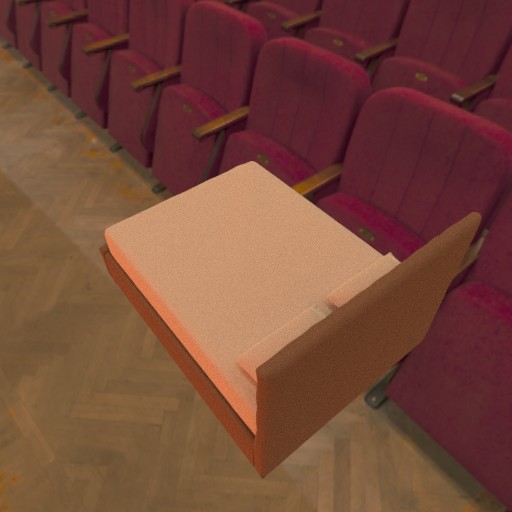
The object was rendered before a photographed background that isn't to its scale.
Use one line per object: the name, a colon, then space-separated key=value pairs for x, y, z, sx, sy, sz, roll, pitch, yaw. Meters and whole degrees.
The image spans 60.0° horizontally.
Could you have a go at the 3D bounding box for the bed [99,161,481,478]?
bed: x=0.000 y=0.000 z=3.350 sx=1.696 sy=1.426 sz=2.233 roll=-30 pitch=54 yaw=-25
